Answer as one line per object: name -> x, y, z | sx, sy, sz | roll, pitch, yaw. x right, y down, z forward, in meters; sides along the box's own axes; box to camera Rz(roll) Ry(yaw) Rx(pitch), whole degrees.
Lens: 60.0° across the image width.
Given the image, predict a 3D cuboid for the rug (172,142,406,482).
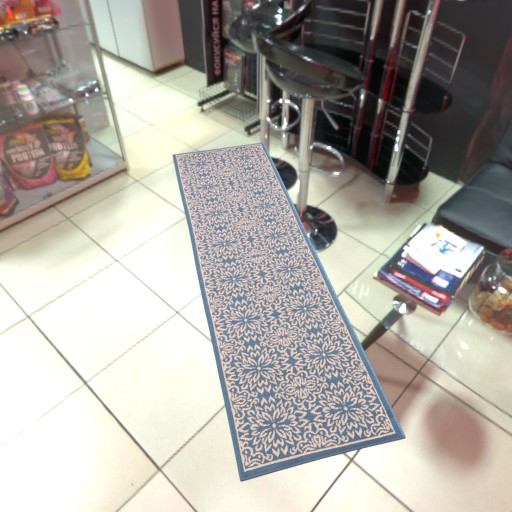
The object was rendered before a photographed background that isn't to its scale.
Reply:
rug -> 0.000, 0.000, 2.412 | 0.662, 0.011, 2.196 | -10, 47, -10
